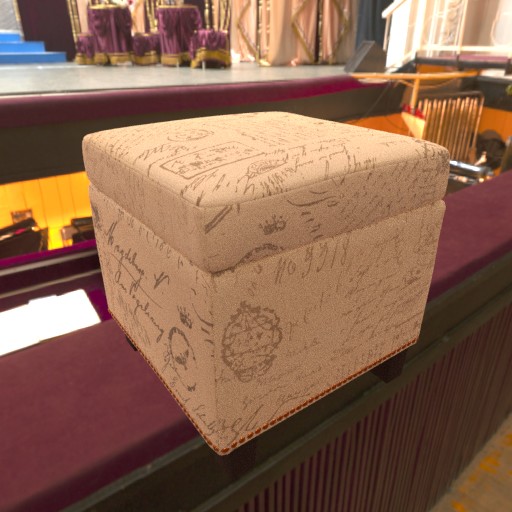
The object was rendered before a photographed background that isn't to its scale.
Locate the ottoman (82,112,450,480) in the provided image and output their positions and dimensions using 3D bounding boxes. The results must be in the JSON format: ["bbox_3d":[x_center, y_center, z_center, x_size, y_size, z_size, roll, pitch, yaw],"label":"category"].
[{"bbox_3d":[0.000,0.000,0.807,0.449,0.457,0.450,-18,31,-32],"label":"ottoman"}]
